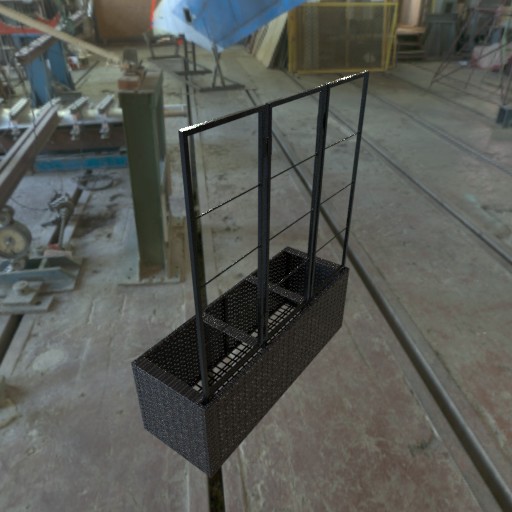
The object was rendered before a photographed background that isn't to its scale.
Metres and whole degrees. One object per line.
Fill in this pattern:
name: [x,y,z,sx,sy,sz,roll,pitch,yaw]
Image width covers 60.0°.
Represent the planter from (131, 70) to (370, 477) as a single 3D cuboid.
planter: [0.000,0.000,1.160,0.244,0.841,0.699,21,37,30]
